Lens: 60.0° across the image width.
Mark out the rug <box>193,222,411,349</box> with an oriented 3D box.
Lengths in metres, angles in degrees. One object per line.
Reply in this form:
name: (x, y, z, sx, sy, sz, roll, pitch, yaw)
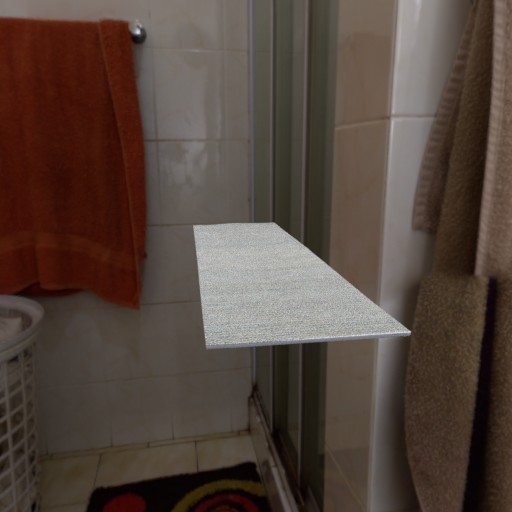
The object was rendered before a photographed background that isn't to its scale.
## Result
rug: (0.000, 0.000, 2.526, 0.675, 0.037, 2.341, -2, 13, -9)
